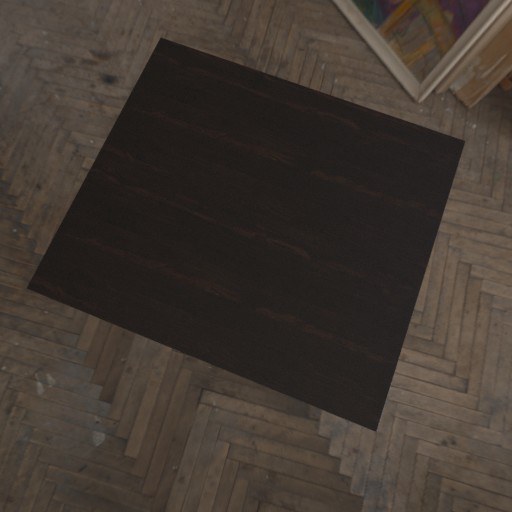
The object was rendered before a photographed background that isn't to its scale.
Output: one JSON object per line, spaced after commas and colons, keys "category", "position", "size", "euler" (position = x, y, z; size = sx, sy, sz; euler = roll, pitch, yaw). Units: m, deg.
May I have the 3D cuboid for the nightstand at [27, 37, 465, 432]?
{"category": "nightstand", "position": [0.000, 0.000, 0.853], "size": [0.489, 0.487, 0.427], "euler": [21, 76, 5]}
